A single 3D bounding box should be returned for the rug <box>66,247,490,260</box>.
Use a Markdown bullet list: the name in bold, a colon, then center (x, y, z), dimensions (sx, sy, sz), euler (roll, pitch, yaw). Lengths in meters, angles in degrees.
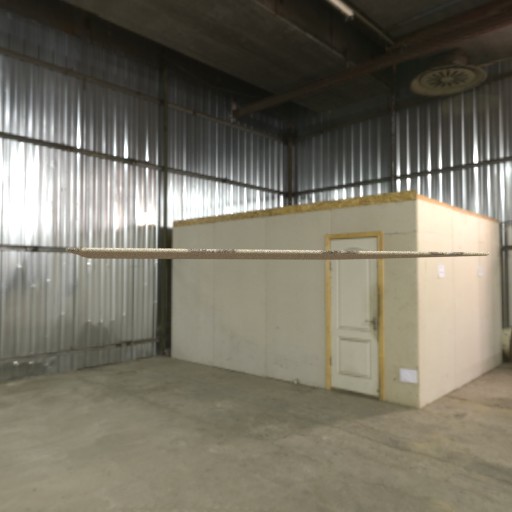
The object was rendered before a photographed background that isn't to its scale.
- **rug**: center (0.000, 0.000, 4.052), dimensions (3.000, 0.026, 2.399), euler (0, -1, -18)
